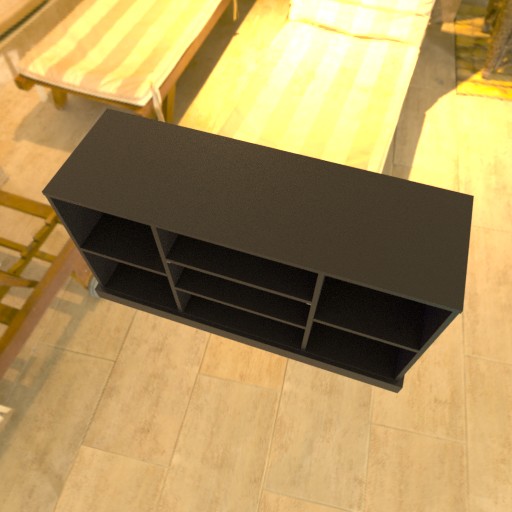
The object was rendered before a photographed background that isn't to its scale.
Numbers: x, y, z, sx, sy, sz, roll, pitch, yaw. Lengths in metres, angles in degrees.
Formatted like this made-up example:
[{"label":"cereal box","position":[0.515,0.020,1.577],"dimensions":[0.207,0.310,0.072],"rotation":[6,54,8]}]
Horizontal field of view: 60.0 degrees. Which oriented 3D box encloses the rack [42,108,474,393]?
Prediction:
[{"label":"rack","position":[0.000,0.000,1.529],"dimensions":[1.206,0.635,0.399],"rotation":[16,59,10]}]
